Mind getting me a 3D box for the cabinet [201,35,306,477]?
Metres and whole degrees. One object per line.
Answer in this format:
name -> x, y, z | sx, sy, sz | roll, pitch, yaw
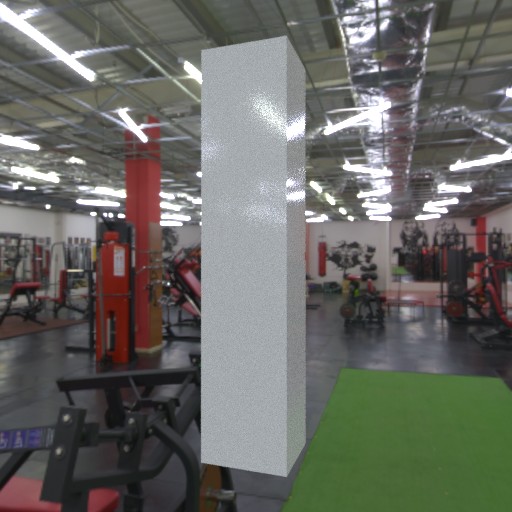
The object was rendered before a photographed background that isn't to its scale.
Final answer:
cabinet -> 0.000, 0.000, 1.583 | 0.300, 1.400, 0.270 | 0, 0, 19
